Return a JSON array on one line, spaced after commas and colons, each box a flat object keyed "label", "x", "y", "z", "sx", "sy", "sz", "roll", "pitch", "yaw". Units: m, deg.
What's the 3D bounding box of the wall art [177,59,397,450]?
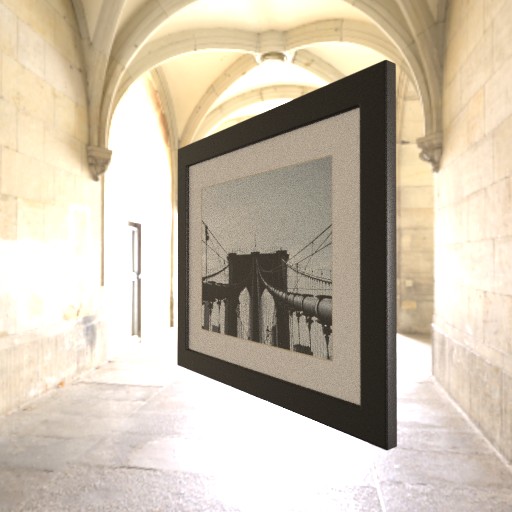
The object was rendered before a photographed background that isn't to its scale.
[{"label": "wall art", "x": 0.000, "y": 0.000, "z": 0.721, "sx": 0.018, "sy": 0.450, "sz": 0.521, "roll": 0, "pitch": -1, "yaw": -37}]
